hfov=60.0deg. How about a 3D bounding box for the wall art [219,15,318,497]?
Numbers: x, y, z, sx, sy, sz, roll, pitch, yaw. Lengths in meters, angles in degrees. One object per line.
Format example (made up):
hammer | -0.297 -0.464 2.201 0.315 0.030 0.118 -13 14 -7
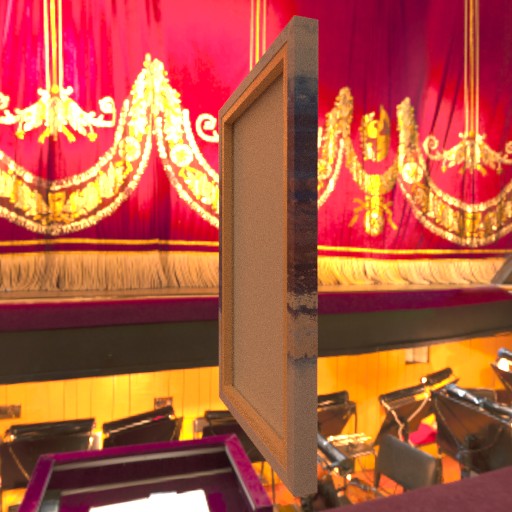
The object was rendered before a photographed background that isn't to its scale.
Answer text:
wall art | 0.000 0.000 1.088 0.048 0.874 0.583 0 1 -18
